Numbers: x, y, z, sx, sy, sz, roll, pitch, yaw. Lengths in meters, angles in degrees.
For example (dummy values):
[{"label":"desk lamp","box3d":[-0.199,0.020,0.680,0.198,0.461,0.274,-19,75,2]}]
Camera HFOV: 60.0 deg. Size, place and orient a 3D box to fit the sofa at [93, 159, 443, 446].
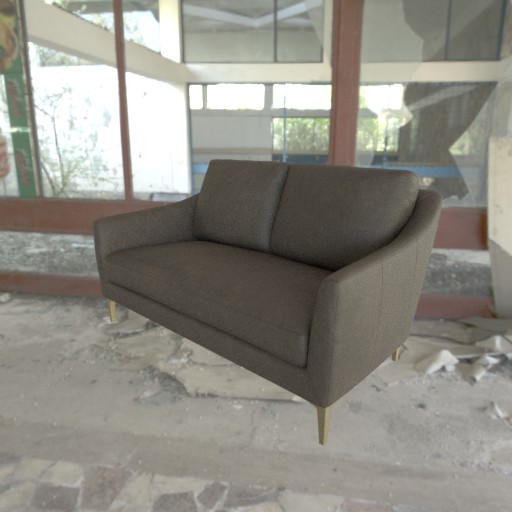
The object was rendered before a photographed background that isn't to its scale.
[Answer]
[{"label":"sofa","box3d":[0.000,0.000,2.209,0.960,0.902,1.619,-14,20,-43]}]
